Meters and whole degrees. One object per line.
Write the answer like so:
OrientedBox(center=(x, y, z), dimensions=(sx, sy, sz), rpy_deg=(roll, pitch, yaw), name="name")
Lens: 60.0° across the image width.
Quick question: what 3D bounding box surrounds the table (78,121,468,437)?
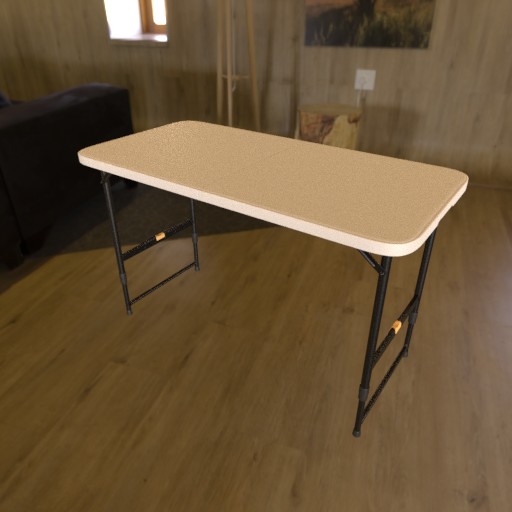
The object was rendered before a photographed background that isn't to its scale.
OrientedBox(center=(0.000, 0.000, 1.666), dimensions=(1.245, 0.737, 0.611), rpy_deg=(20, 36, 30), name="table")
